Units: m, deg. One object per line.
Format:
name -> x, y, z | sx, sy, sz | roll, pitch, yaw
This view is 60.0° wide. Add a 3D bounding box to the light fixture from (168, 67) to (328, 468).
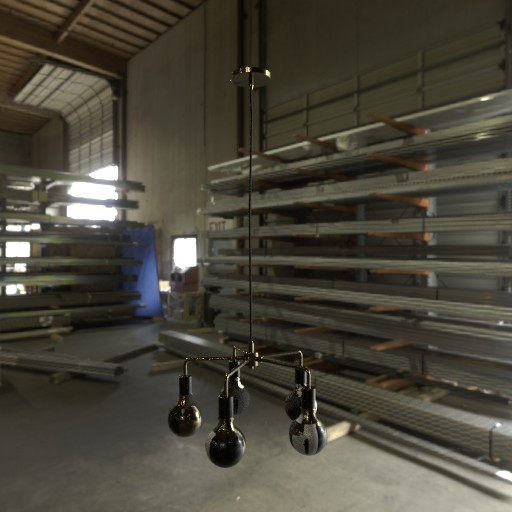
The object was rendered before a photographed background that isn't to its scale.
light fixture -> 0.000, 0.000, 1.203 | 0.421, 0.988, 0.438 | 0, 0, 37
